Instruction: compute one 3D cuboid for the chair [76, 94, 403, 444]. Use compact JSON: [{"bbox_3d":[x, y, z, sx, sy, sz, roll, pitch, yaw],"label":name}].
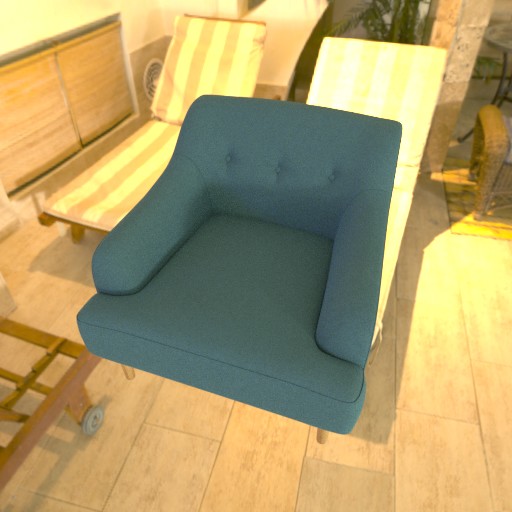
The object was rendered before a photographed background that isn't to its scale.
[{"bbox_3d":[0.000,0.000,1.622,0.946,0.818,0.951,13,42,15],"label":"chair"}]
